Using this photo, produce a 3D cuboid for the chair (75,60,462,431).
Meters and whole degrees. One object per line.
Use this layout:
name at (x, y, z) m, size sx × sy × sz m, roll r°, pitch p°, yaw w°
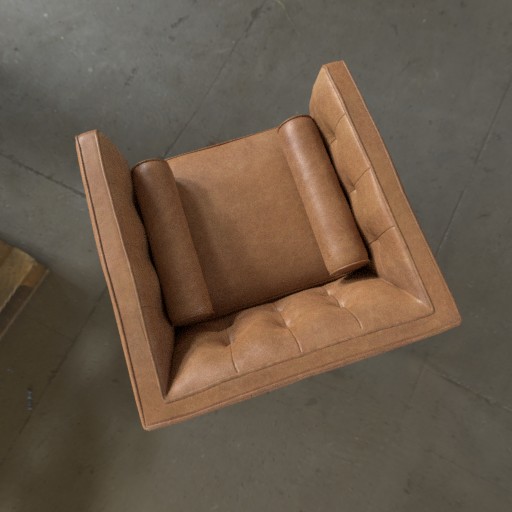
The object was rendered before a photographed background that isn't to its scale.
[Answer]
chair at (0.000, 0.000, 1.638) m, size 0.920 × 0.797 × 0.912 m, roll -18°, pitch 76°, yaw -5°
